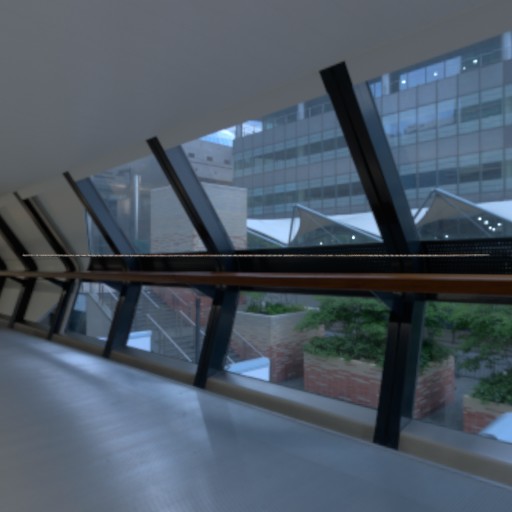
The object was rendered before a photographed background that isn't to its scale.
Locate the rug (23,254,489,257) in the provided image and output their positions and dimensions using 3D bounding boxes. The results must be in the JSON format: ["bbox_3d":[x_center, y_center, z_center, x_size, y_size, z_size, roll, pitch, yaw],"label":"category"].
[{"bbox_3d":[0.000,0.000,2.696,2.443,0.009,0.771,0,0,0],"label":"rug"}]
